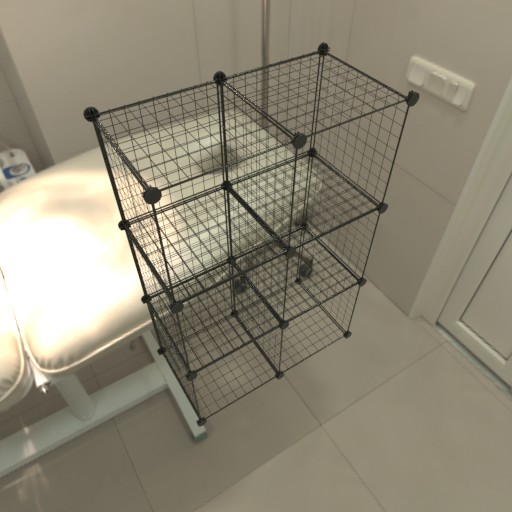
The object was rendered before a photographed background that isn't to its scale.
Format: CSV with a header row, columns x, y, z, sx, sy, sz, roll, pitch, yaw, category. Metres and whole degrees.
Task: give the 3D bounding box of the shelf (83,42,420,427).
x,y,z,sx,sy,sz,roll,pitch,yaw,category
0.000,0.000,1.423,0.711,1.067,0.356,-25,52,-22,shelf
